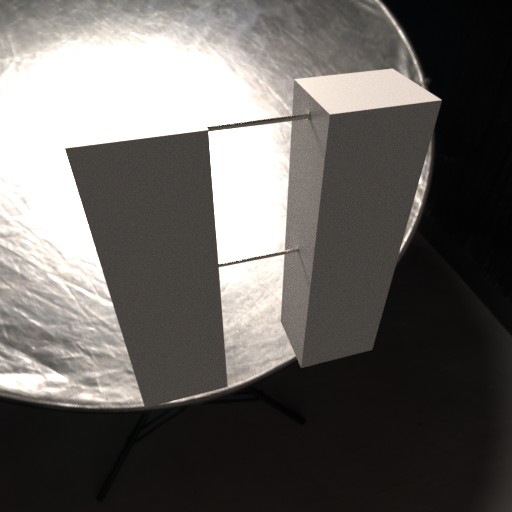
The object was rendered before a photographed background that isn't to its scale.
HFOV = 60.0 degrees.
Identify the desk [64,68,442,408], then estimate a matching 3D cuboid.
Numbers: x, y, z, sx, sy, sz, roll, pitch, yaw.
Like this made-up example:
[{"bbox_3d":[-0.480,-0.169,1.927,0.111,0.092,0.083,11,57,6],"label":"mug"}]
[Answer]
[{"bbox_3d":[0.000,0.000,2.825,1.770,2.000,0.480,-11,42,-12],"label":"desk"}]
